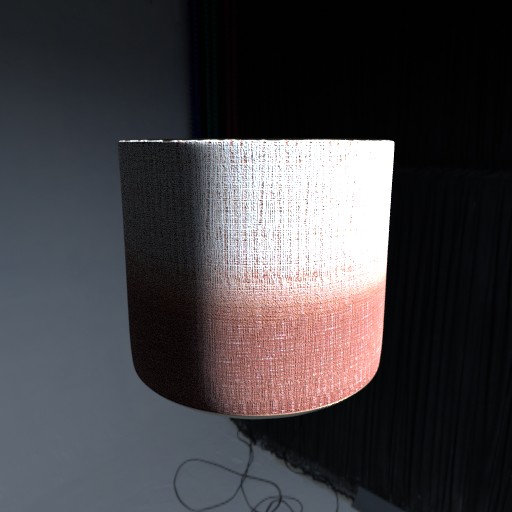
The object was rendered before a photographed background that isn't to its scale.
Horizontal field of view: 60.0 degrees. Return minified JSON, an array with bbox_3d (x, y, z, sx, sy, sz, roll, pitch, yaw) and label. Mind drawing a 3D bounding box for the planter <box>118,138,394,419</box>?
[{"bbox_3d":[0.000,0.000,0.311,0.178,0.157,0.178,0,14,0],"label":"planter"}]
